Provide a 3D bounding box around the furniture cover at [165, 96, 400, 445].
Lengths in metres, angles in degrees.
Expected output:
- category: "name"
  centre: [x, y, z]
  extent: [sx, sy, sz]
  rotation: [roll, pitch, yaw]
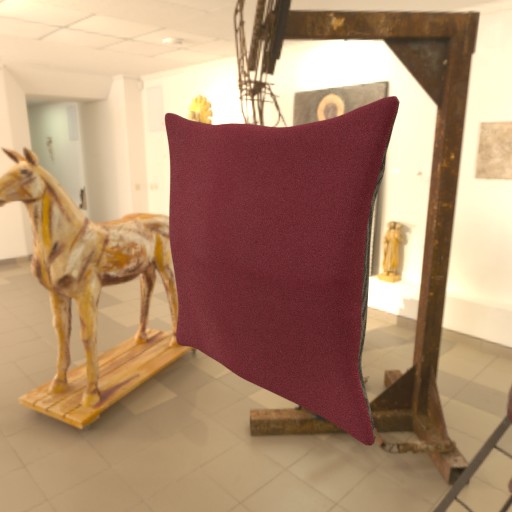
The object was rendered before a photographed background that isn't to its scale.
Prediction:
- category: "furniture cover"
  centre: [0.000, 0.000, 0.796]
  extent: [0.163, 0.513, 0.514]
  rotation: [-14, 20, -43]
